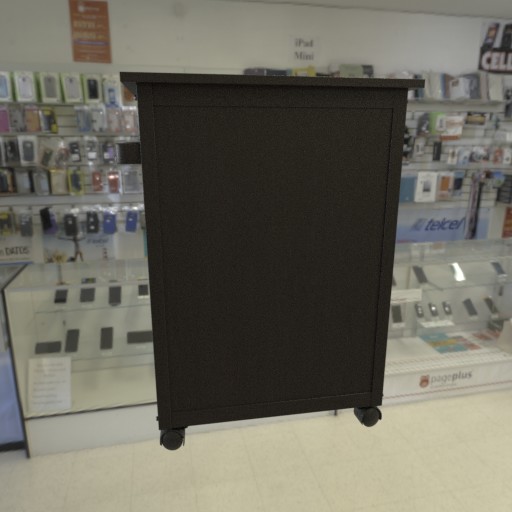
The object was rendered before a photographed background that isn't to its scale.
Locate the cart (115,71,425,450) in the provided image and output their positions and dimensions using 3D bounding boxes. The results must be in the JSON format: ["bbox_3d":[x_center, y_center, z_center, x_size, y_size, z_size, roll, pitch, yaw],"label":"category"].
[{"bbox_3d":[0.000,0.000,1.230,0.660,0.879,0.456,-3,15,-10],"label":"cart"}]
